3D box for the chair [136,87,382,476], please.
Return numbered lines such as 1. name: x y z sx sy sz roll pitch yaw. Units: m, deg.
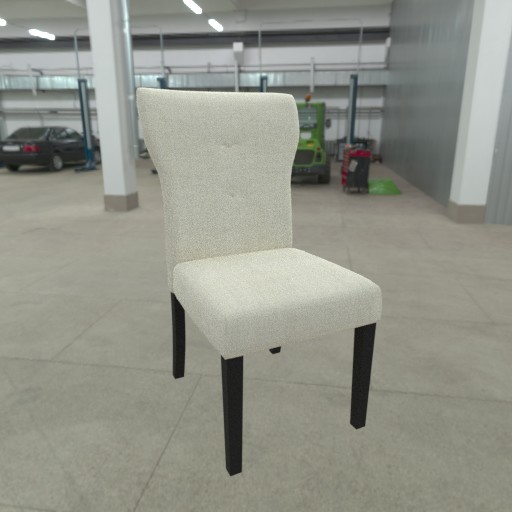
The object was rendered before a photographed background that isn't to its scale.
1. chair: 0.000 0.000 1.269 0.509 0.921 0.597 -8 19 -25
